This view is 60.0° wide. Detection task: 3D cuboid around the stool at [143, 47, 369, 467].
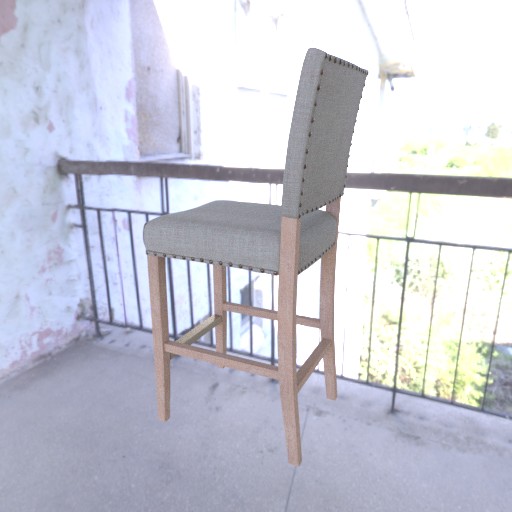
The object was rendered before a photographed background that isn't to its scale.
[{"bbox_3d":[0.000,0.000,1.467,0.585,1.173,0.445,8,18,25],"label":"stool"}]
